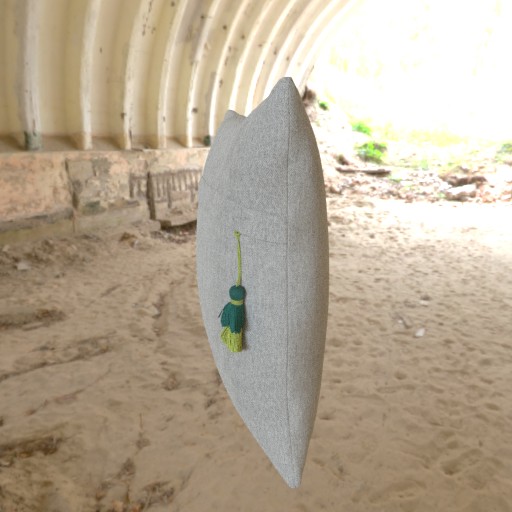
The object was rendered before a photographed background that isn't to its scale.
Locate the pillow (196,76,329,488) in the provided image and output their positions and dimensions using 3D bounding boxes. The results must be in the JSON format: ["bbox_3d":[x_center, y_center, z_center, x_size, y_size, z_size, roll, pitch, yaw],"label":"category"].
[{"bbox_3d":[0.000,0.000,0.650,0.173,0.436,0.433,-3,15,-10],"label":"pillow"}]
